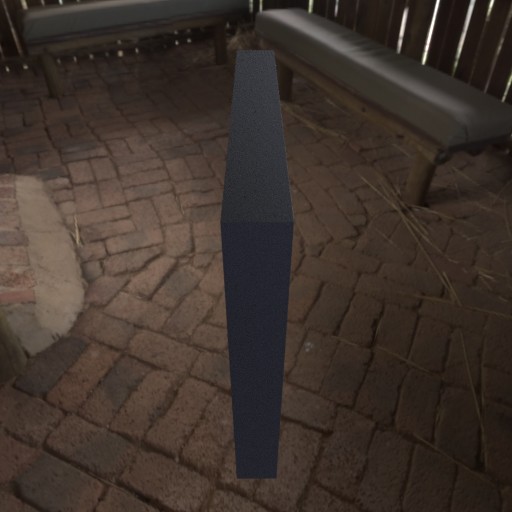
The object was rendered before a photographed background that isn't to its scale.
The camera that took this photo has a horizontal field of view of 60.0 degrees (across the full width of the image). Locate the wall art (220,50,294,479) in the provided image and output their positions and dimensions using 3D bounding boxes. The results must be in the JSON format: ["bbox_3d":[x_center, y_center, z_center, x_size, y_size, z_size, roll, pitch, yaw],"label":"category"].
[{"bbox_3d":[0.000,0.000,0.444,0.038,0.304,0.304,0,40,0],"label":"wall art"}]
